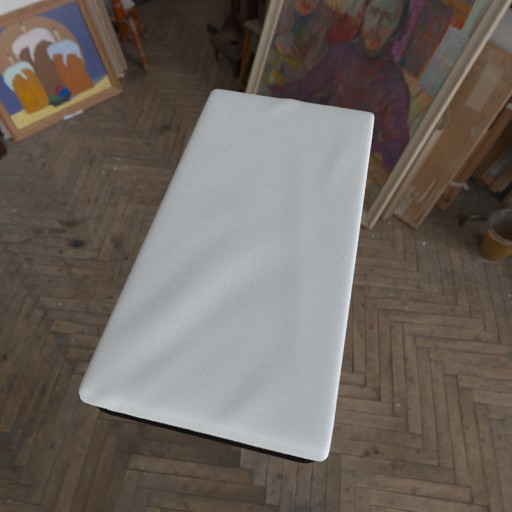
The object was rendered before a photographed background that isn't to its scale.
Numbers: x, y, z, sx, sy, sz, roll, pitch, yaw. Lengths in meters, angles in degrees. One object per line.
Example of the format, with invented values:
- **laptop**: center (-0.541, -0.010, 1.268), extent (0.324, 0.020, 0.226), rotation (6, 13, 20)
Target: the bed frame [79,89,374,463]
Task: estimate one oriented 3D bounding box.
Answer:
- **bed frame**: center (0.000, 0.000, 2.347), extent (0.989, 0.619, 1.903), rotation (11, 58, 7)
